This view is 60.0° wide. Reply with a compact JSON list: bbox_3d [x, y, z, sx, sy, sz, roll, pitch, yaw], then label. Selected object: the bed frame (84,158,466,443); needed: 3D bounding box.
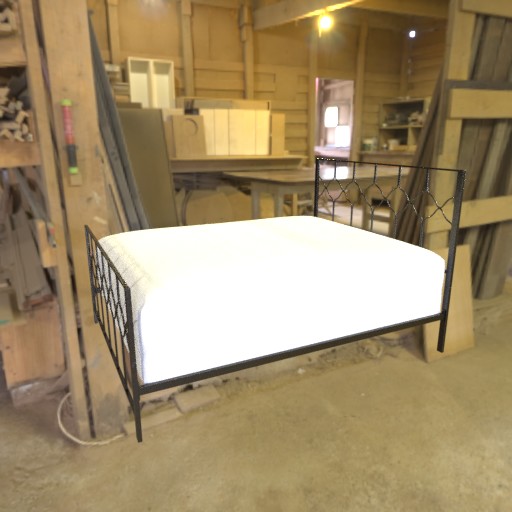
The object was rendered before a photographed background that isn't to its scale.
[{"bbox_3d":[0.000,0.000,3.105,2.063,1.222,1.597,-7,17,-25],"label":"bed frame"}]
